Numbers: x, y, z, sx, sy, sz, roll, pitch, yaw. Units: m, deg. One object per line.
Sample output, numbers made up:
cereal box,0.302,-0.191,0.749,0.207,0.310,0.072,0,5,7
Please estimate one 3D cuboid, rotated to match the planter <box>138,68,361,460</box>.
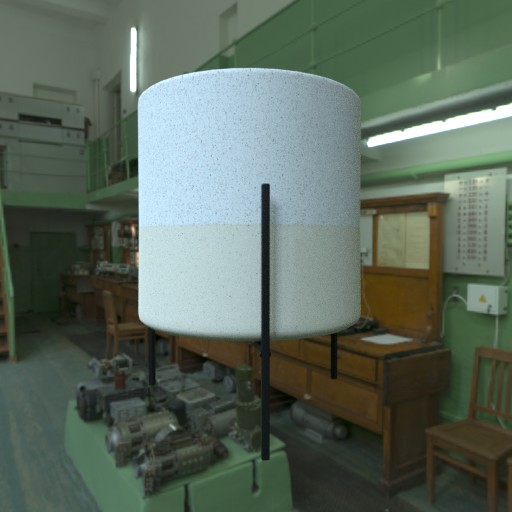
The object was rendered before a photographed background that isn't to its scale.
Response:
planter,0.000,0.000,0.648,0.335,0.423,0.313,-1,2,-37
